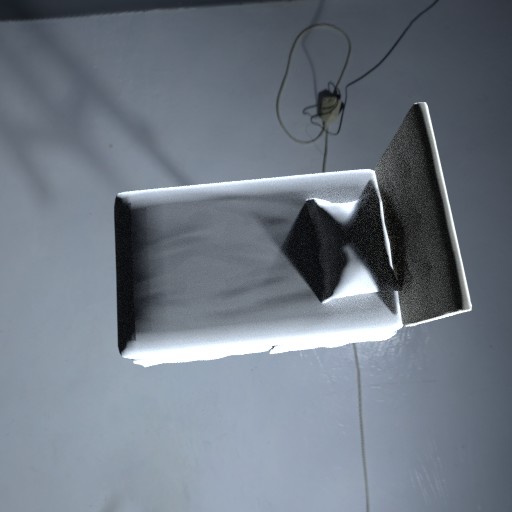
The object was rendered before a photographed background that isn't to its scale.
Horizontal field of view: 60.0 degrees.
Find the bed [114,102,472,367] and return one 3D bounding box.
[{"bbox_3d":[0.000,0.000,2.976,1.997,1.571,1.261,-6,76,-1],"label":"bed"}]
